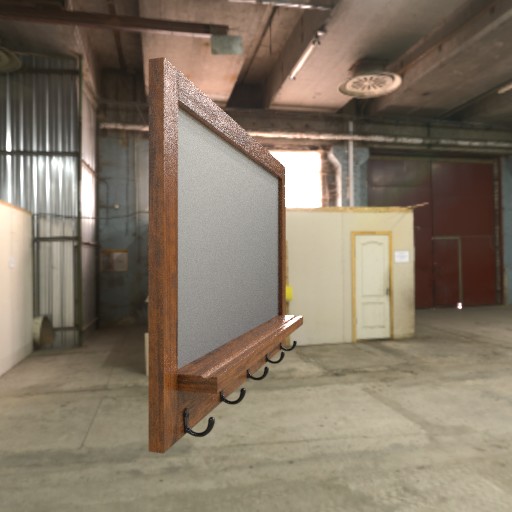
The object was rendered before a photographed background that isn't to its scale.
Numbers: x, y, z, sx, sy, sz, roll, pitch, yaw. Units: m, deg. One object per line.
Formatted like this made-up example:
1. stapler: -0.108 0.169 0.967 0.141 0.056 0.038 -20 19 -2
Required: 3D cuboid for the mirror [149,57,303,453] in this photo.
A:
1. mirror: 0.000 0.000 0.956 0.084 0.537 0.758 0 0 16
